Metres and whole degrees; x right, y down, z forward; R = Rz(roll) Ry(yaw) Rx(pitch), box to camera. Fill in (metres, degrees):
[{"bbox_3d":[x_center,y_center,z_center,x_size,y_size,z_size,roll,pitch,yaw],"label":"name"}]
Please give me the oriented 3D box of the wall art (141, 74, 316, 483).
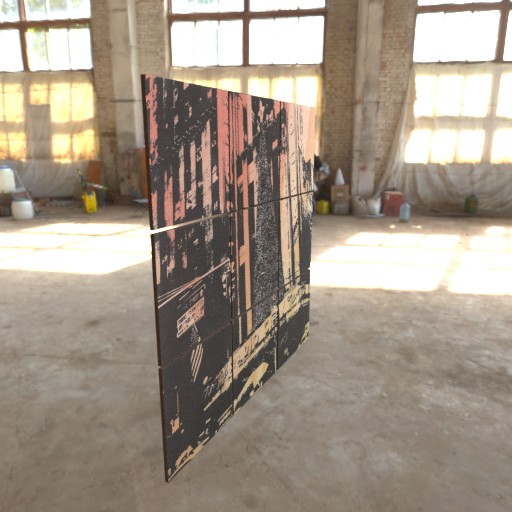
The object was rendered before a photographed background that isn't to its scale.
[{"bbox_3d":[0.000,0.000,1.784,0.013,1.216,1.216,7,16,27],"label":"wall art"}]
